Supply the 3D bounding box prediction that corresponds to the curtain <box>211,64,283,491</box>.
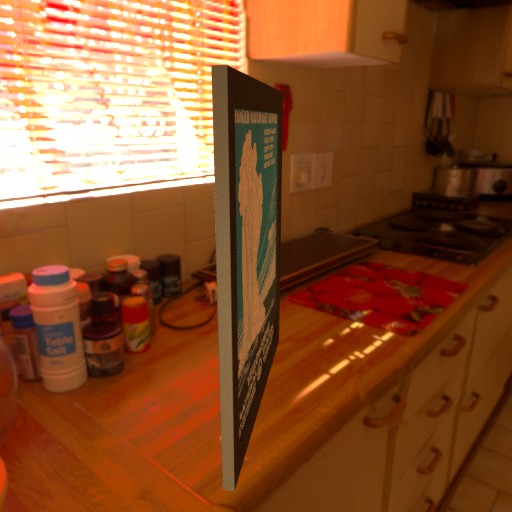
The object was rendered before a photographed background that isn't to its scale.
[{"bbox_3d":[0.000,0.000,0.802,0.027,0.585,0.483,3,17,10],"label":"curtain"}]
